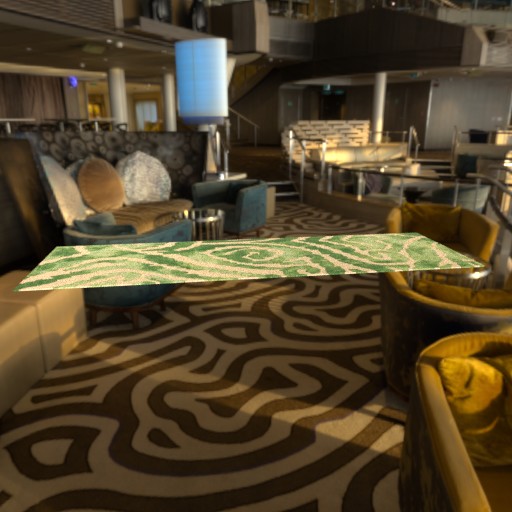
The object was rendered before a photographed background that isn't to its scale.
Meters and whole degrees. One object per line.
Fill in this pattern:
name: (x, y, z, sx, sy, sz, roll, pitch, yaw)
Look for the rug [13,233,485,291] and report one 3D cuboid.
rug: (0.000, 0.000, 2.626, 2.438, 0.006, 0.761, -3, 17, -8)
